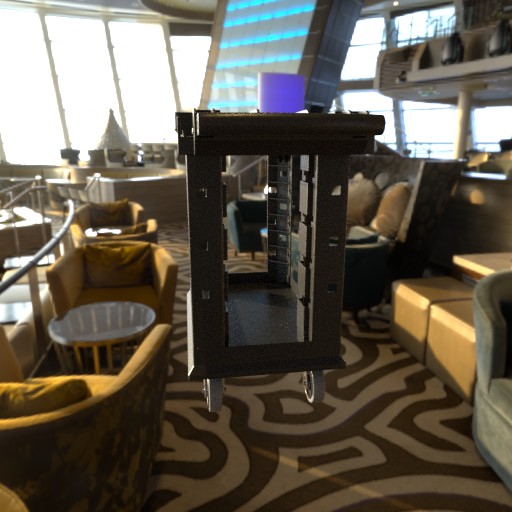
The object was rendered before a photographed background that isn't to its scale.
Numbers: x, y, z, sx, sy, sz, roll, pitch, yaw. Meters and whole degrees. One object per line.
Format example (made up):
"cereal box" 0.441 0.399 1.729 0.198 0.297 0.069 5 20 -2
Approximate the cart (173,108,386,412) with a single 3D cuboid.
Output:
"cart" 0.000 0.000 1.489 0.497 0.884 1.061 -2 14 -9
